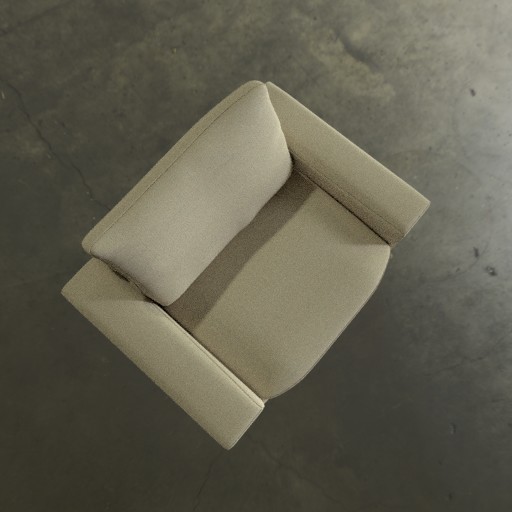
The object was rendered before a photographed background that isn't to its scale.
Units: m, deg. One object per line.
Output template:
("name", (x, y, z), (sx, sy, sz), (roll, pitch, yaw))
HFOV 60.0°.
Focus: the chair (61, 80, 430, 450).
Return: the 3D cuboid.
("chair", (0.000, 0.000, 2.051), (1.039, 0.915, 1.398), (40, 79, 9))
